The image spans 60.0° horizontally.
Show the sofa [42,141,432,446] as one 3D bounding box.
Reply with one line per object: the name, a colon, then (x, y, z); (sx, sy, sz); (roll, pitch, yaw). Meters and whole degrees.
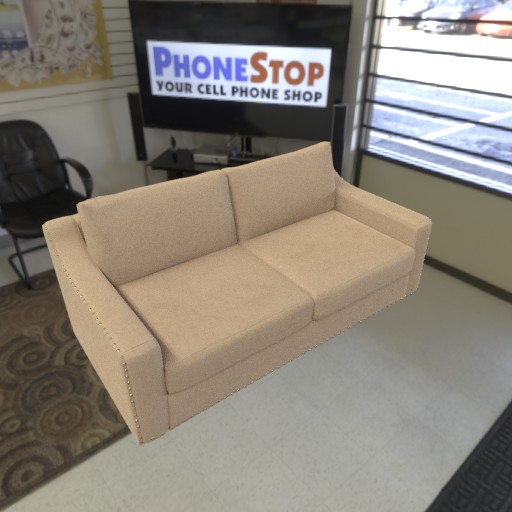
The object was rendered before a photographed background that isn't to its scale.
sofa: (0.000, 0.000, 2.557); (1.967, 0.901, 1.030); (-21, 37, -31)
